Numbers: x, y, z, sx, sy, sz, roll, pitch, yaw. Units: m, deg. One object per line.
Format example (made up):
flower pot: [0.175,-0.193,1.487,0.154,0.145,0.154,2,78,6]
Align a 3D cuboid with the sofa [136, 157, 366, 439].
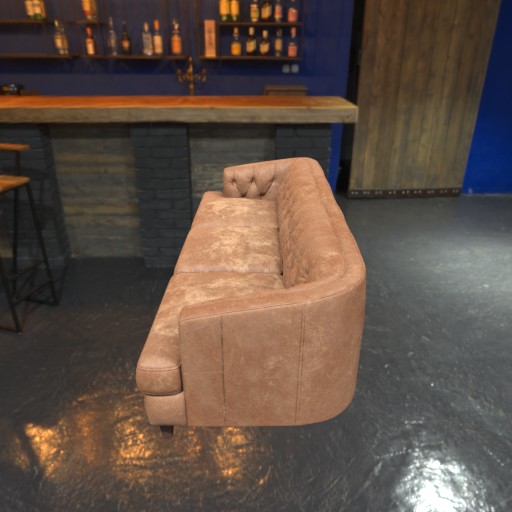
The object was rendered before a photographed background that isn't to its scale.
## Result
sofa: [0.000,0.000,2.726,0.922,0.791,2.257,0,26,1]
